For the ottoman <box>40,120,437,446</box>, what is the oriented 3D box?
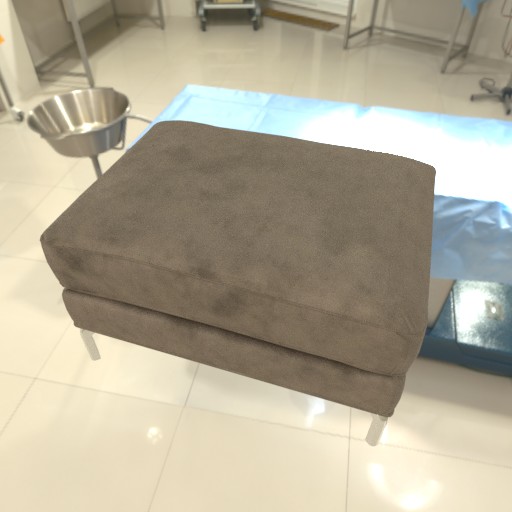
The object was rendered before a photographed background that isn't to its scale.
[{"bbox_3d":[0.000,0.000,1.035,0.719,0.456,0.520,13,45,13],"label":"ottoman"}]
